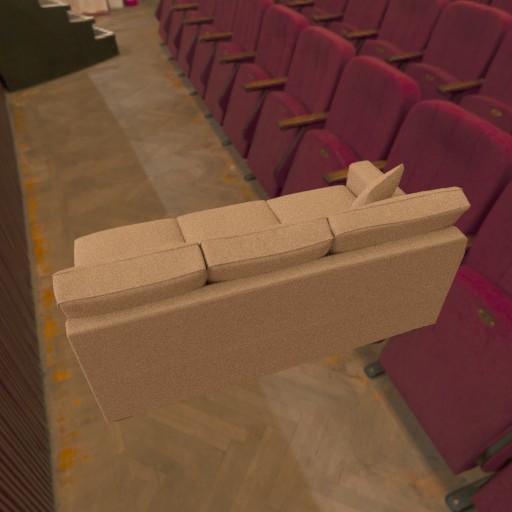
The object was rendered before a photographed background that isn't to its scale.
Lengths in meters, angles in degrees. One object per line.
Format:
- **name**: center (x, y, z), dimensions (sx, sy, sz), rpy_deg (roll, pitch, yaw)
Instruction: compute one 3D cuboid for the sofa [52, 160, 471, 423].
- **sofa**: center (0.000, 0.000, 2.516), dimensions (1.962, 0.946, 1.034), rpy_deg (-13, 43, -14)
